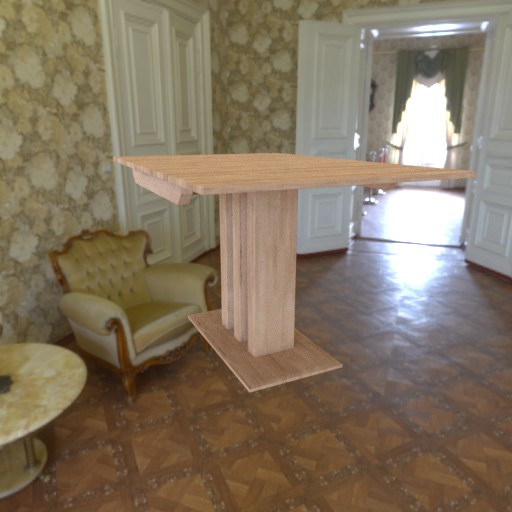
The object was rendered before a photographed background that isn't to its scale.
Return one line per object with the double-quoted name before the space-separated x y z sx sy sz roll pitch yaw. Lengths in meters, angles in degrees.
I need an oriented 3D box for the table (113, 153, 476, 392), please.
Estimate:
"table" 0.000 0.000 1.862 0.900 0.770 1.300 -8 17 -25
